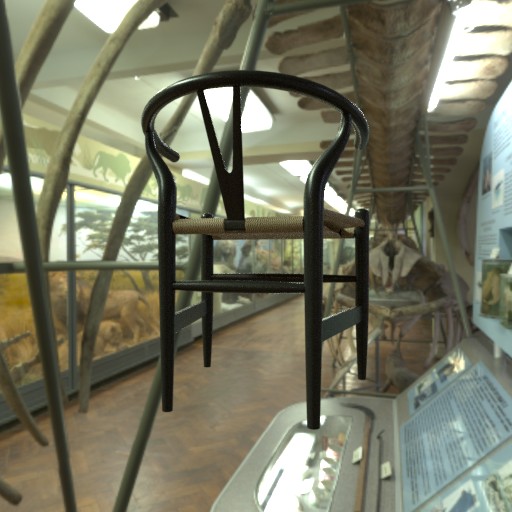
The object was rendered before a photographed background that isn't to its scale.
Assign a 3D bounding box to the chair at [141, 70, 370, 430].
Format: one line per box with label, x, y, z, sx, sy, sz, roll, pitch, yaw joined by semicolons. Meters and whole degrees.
chair;0.000;0.000;1.150;0.570;0.739;0.570;0;0;17
